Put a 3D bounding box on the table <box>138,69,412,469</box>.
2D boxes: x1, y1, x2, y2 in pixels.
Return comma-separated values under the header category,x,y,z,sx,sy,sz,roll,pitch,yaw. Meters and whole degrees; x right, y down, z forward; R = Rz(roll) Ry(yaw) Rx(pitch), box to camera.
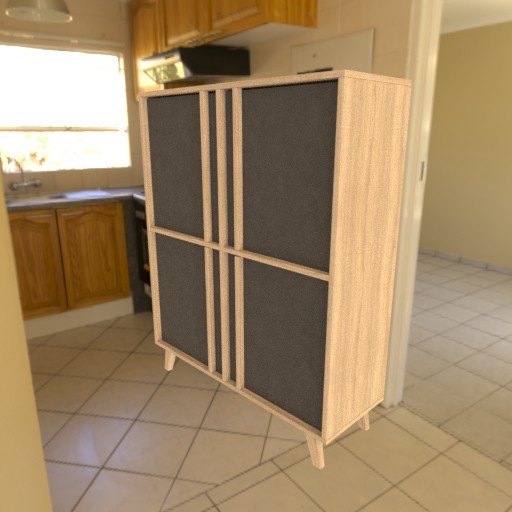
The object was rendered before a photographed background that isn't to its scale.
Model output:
category,x,y,z,sx,sy,sz,roll,pitch,yaw
table,0.000,0.000,1.943,0.398,1.388,1.111,-15,22,-43
